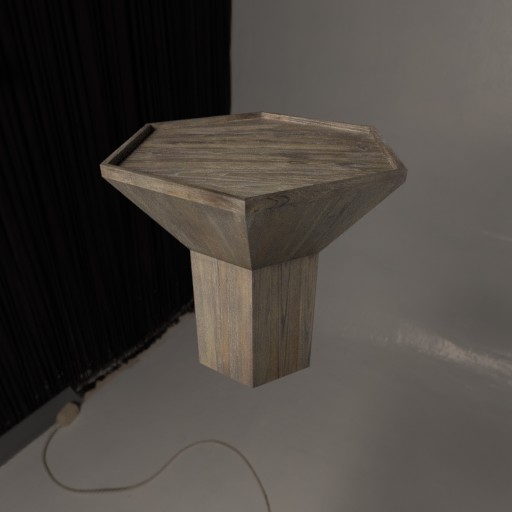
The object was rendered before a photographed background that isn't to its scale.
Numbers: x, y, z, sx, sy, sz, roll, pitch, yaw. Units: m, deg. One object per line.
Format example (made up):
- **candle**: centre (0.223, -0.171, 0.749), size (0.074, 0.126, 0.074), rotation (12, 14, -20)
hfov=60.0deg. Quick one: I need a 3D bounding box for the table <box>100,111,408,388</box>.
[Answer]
- **table**: centre (0.000, 0.000, 1.144), size (0.683, 0.586, 0.592), rotation (18, 34, 28)
